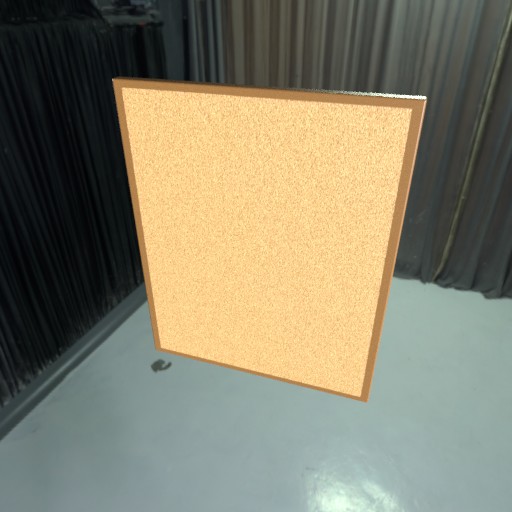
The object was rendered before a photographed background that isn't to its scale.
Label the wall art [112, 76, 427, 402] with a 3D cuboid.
[{"bbox_3d":[0.000,0.000,0.522,0.310,0.379,0.015,10,33,16],"label":"wall art"}]
